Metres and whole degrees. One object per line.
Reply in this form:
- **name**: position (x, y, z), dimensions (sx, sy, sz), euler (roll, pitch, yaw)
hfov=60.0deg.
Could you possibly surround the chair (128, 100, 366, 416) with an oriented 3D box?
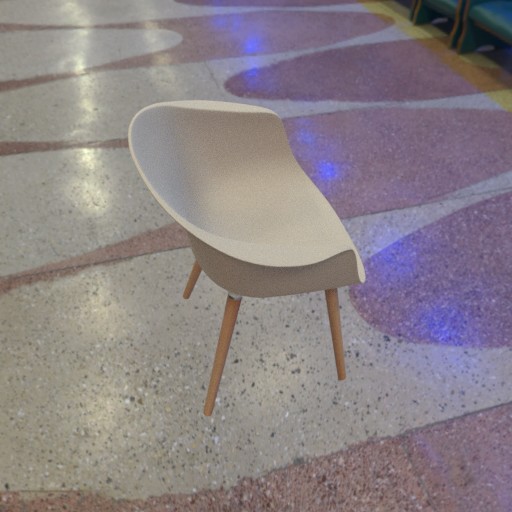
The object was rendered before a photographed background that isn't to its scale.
- **chair**: position (0.000, 0.000, 1.176), dimensions (0.504, 0.781, 0.593), euler (-11, 48, -10)
